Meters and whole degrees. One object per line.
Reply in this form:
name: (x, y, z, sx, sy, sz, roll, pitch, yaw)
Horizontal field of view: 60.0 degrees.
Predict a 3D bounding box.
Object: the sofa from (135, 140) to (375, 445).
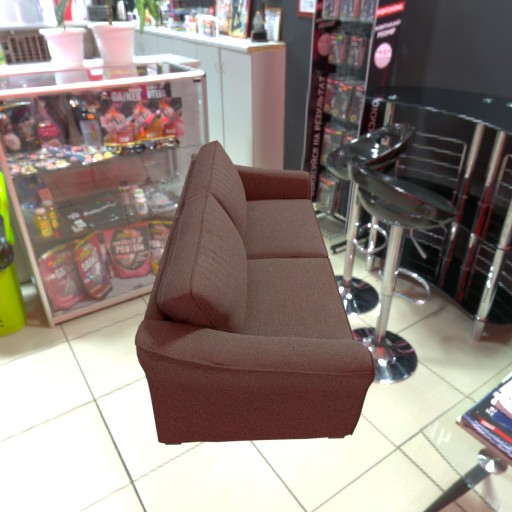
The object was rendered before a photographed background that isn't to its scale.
sofa: (0.000, 0.000, 2.780, 0.986, 0.906, 2.270, -1, 31, -1)
